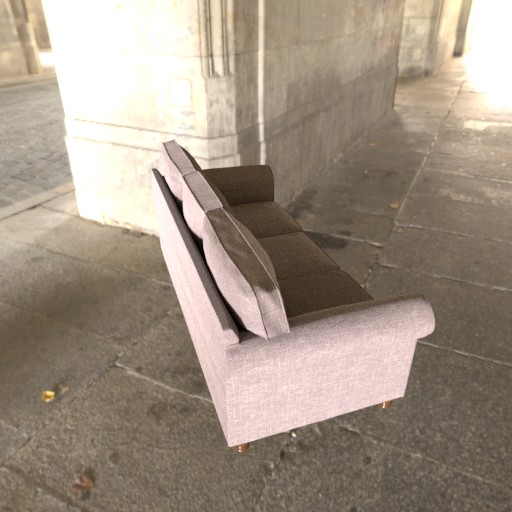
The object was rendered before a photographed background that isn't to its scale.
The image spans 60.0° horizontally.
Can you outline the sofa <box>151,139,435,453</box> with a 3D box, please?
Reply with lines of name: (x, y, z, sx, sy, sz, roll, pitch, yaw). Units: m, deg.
sofa: (0.000, 0.000, 2.633, 0.916, 0.961, 2.084, -10, 31, -17)
